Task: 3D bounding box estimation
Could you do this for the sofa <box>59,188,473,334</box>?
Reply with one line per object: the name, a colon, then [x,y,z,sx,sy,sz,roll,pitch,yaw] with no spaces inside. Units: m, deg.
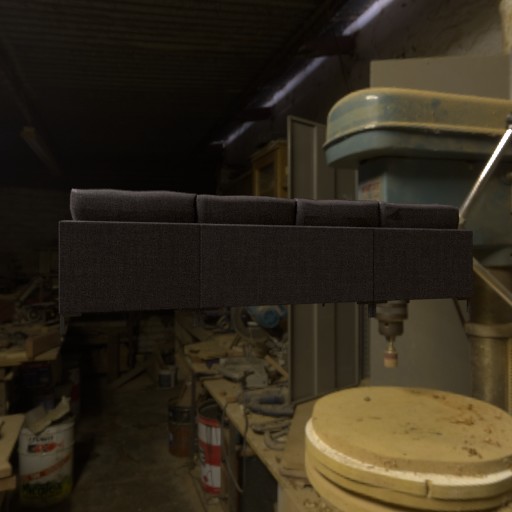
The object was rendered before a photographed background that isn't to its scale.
sofa: [0.000,0.000,4.331,3.423,0.999,2.048,0,0,-19]
